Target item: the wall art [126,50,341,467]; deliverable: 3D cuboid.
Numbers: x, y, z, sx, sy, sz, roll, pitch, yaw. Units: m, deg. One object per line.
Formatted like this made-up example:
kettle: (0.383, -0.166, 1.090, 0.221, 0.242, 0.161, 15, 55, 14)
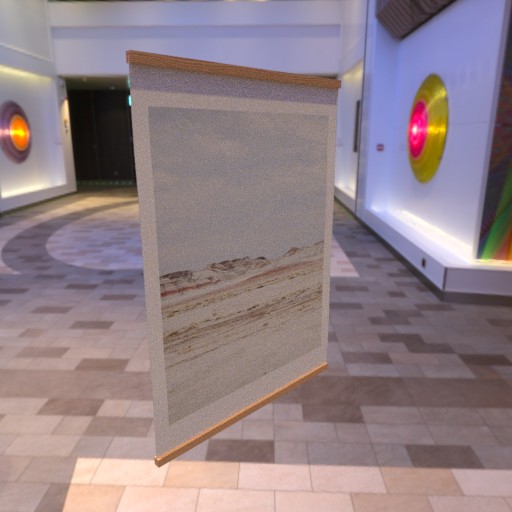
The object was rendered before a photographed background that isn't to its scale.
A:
wall art: (0.000, 0.000, 1.295, 0.739, 1.016, 0.020, -14, 21, -43)
